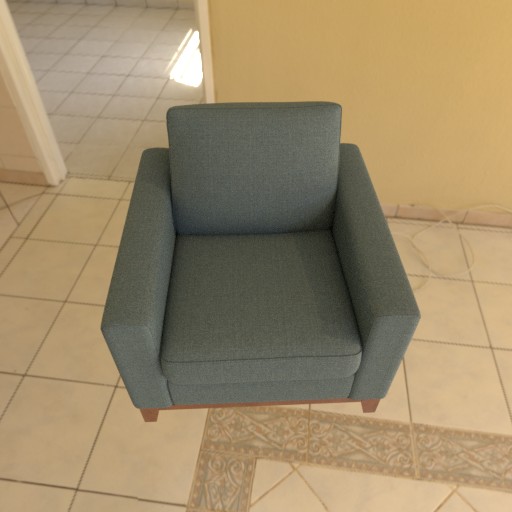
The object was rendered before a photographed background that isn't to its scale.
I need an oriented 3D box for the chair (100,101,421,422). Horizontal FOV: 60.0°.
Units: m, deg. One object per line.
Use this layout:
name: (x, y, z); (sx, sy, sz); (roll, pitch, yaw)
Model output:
chair: (0.000, 0.000, 1.855); (1.024, 1.010, 1.038); (-2, 46, -2)
